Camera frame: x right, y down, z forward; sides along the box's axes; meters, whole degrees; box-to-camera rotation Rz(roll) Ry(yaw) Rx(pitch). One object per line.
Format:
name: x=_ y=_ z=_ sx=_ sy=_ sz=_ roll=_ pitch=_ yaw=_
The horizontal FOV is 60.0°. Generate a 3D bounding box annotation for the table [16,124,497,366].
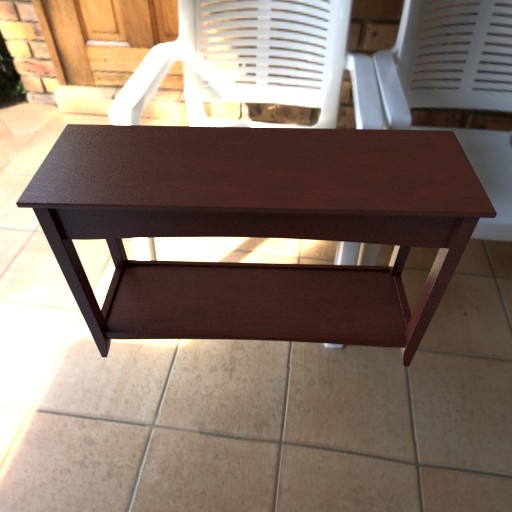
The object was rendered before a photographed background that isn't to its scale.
table: x=0.000 y=0.000 z=1.491 sx=1.188 sy=0.739 sz=0.392 roll=1 pitch=46 yaw=1
